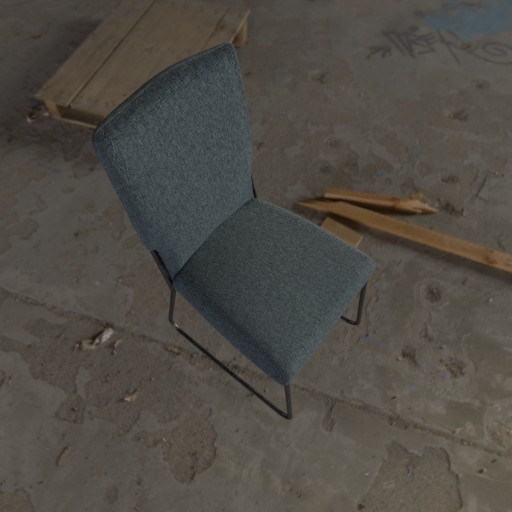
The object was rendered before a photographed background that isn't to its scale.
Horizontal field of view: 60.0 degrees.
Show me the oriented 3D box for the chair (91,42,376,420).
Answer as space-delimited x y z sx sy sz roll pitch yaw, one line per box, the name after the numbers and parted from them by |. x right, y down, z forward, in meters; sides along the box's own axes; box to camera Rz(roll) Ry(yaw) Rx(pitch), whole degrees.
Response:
0.000 0.000 1.290 0.635 0.931 0.480 34 64 19 | chair
